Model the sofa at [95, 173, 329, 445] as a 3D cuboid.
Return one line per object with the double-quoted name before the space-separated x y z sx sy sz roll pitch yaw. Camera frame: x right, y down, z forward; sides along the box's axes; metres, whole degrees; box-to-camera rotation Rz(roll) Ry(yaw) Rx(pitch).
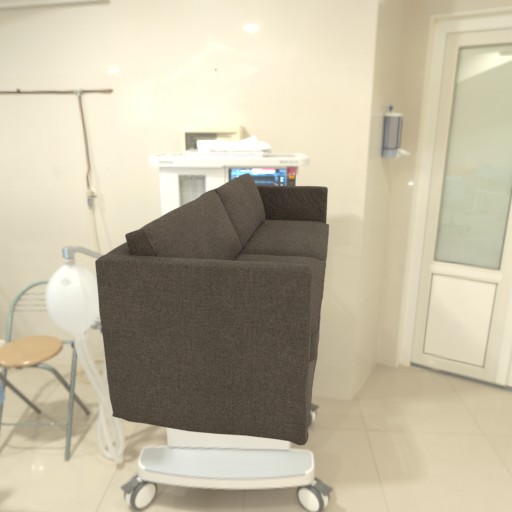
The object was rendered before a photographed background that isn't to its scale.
"sofa" 0.000 0.000 3.317 1.036 0.998 2.779 3 17 10
